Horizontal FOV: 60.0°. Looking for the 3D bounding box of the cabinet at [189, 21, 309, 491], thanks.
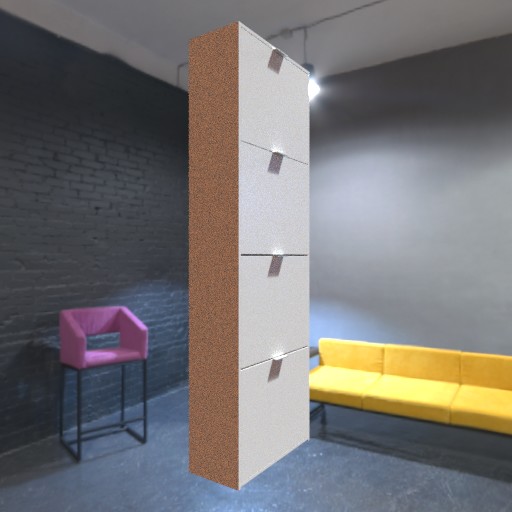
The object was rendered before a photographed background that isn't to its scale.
[{"bbox_3d":[0.000,0.000,1.812,0.255,1.630,0.520,0,0,35],"label":"cabinet"}]
